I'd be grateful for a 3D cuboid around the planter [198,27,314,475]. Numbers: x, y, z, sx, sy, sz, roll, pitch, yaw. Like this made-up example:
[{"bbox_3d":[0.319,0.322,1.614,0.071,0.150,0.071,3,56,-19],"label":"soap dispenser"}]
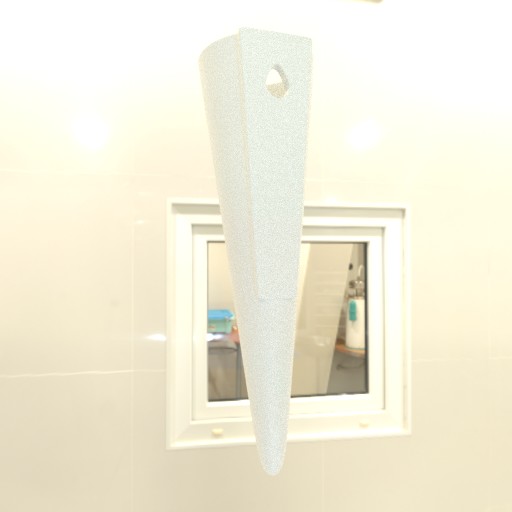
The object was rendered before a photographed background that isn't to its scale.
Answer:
[{"bbox_3d":[0.000,0.000,0.220,0.057,0.193,0.064,0,-1,-17],"label":"planter"}]
